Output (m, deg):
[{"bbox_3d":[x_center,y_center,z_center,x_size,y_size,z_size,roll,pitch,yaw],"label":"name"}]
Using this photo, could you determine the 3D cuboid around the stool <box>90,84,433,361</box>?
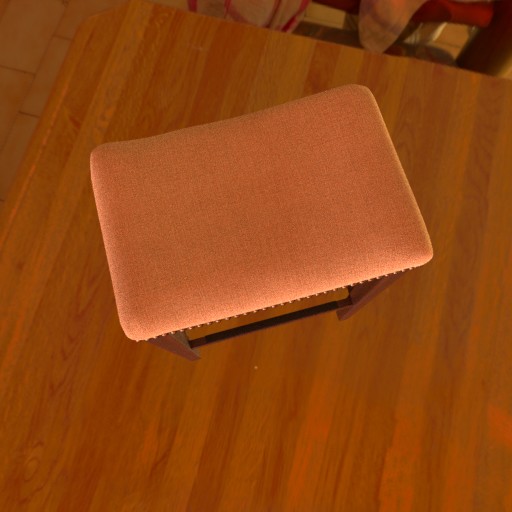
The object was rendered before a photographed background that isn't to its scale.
[{"bbox_3d":[0.000,0.000,1.061,0.509,0.768,0.363,-15,76,-4],"label":"stool"}]
